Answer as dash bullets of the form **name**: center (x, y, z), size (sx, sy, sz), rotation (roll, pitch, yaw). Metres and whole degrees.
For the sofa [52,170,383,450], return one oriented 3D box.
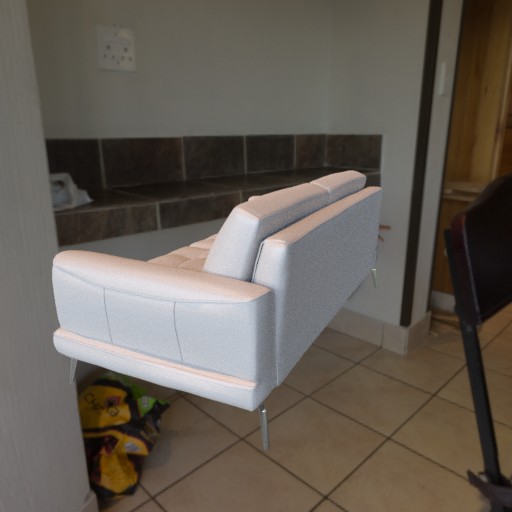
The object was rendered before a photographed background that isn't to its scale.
- **sofa**: center (0.000, 0.000, 2.688), size (1.121, 0.930, 2.177), rotation (8, 18, 25)
